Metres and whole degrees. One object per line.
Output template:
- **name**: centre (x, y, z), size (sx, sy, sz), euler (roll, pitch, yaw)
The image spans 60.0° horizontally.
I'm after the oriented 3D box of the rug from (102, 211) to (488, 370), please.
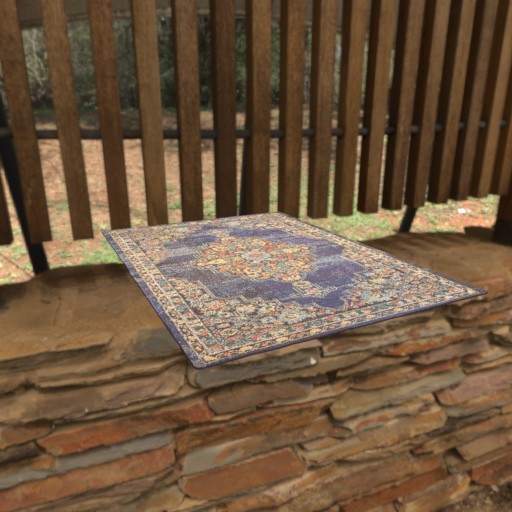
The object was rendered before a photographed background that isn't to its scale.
- **rug**: centre (0.000, 0.000, 2.923), size (1.630, 0.009, 2.232), euler (-9, 20, -25)
